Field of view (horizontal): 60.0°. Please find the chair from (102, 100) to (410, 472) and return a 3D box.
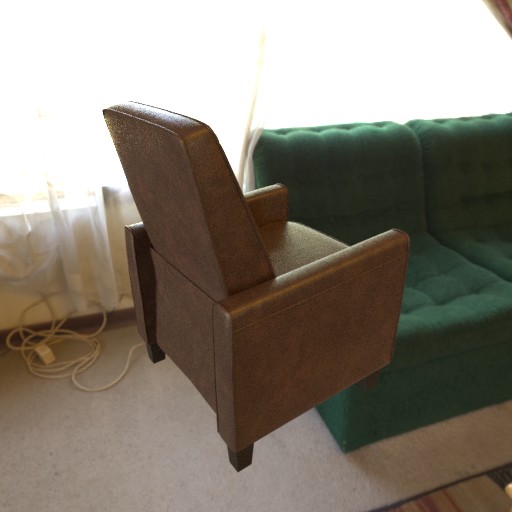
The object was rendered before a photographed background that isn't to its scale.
[{"bbox_3d":[0.000,0.000,1.501,0.746,1.013,0.705,-18,31,-32],"label":"chair"}]
